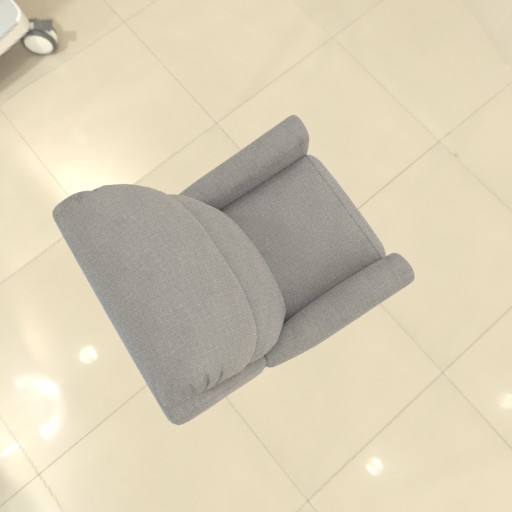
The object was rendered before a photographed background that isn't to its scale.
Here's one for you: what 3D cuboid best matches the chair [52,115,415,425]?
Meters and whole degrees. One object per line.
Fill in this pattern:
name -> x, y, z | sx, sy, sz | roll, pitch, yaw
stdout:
chair -> 0.000, 0.000, 1.750 | 1.014, 1.054, 0.838 | -32, 78, -8
